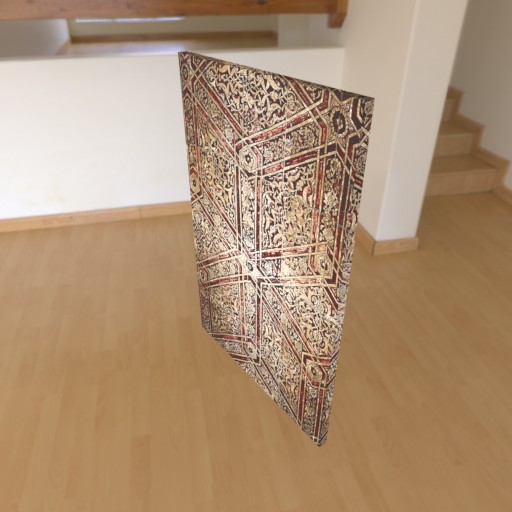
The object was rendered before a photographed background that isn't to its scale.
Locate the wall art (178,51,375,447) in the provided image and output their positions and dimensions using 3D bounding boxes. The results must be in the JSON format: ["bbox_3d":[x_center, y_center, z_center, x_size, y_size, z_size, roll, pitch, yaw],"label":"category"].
[{"bbox_3d":[0.000,0.000,0.762,0.020,0.599,0.397,-23,39,-31],"label":"wall art"}]
